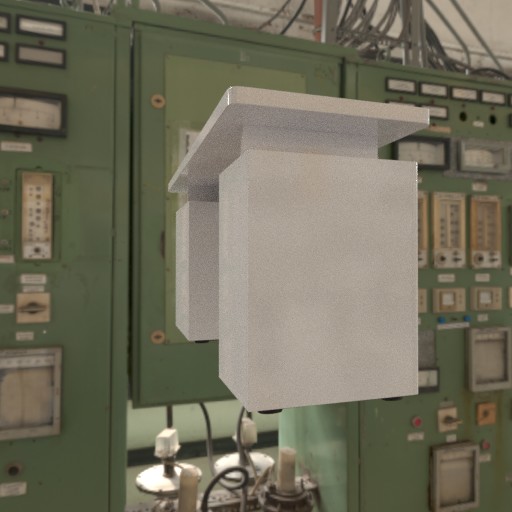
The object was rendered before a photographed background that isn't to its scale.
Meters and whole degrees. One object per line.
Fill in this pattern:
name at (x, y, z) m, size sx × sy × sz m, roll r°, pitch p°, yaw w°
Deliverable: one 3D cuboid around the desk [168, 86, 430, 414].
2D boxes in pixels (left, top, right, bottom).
desk at (0.000, 0.000, 1.749) m, size 0.550 × 0.762 × 1.400 m, roll 0°, pitch -1°, yaw -17°
